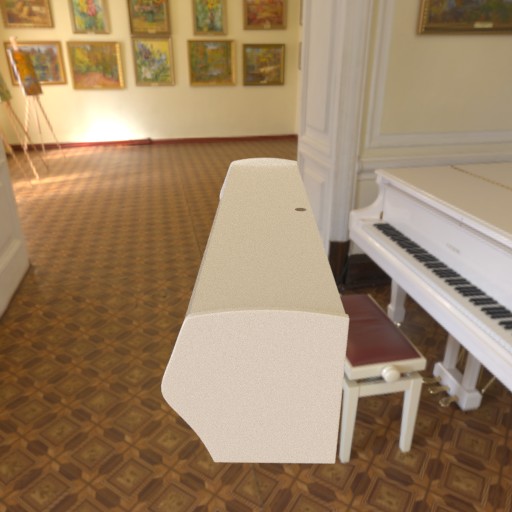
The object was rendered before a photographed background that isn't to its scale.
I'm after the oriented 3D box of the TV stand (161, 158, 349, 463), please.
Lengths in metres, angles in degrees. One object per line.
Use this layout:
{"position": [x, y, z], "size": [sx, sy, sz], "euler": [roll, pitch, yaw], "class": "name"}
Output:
{"position": [0.000, 0.000, 1.645], "size": [0.397, 0.424, 1.473], "euler": [0, 24, 1], "class": "TV stand"}
